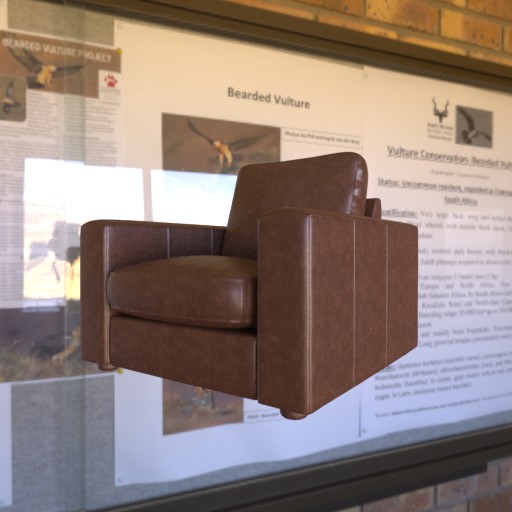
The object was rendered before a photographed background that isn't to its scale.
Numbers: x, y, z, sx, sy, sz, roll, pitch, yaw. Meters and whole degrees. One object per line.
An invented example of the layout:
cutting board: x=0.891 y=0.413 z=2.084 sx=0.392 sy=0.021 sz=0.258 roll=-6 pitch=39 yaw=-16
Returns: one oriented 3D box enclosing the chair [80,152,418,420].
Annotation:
chair: x=0.000 y=0.000 z=1.782 sx=1.005 sy=0.873 sz=1.016 roll=1 pitch=1 yaw=35
